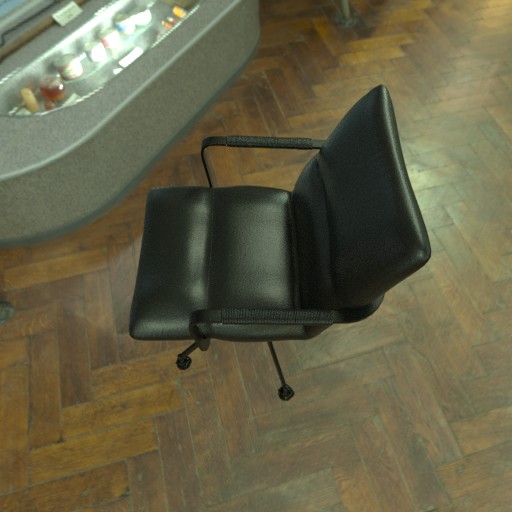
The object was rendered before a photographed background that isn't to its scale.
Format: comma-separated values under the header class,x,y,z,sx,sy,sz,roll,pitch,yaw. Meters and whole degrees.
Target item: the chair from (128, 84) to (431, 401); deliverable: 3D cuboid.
class,x,y,z,sx,sy,sz,roll,pitch,yaw
chair,0.000,0.000,1.446,0.748,0.922,0.719,-1,58,-1
